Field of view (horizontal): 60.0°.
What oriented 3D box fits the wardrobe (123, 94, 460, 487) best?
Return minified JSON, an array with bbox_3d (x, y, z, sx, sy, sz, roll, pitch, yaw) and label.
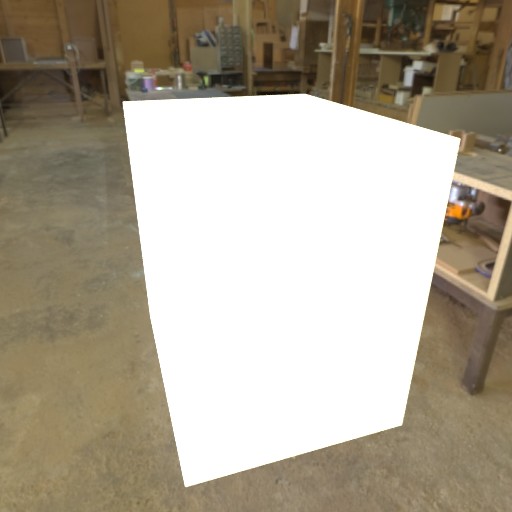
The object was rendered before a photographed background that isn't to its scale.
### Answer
[{"bbox_3d":[0.000,0.000,0.853,0.400,0.520,0.500,-8,28,-16],"label":"wardrobe"}]
